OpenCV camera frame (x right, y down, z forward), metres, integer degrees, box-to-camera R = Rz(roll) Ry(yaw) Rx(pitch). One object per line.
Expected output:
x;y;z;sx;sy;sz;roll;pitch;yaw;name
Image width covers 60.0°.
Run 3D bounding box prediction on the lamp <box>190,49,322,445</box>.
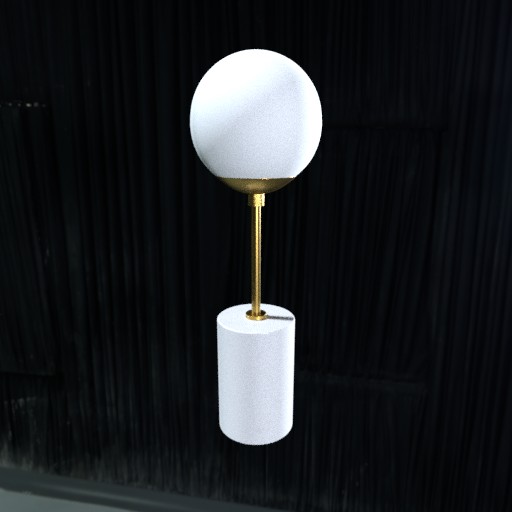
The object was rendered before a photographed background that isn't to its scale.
0.000;0.000;0.562;0.153;0.480;0.153;0;14;0;lamp
